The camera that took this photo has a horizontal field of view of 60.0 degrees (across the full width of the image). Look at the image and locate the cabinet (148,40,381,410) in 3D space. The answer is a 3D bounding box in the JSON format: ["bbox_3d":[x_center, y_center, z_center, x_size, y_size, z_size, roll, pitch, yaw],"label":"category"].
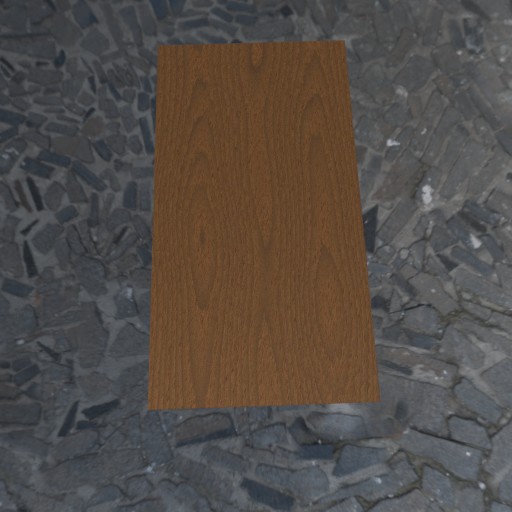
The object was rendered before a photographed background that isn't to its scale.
[{"bbox_3d":[0.000,0.000,1.180,0.388,0.748,0.712,-2,75,0],"label":"cabinet"}]
